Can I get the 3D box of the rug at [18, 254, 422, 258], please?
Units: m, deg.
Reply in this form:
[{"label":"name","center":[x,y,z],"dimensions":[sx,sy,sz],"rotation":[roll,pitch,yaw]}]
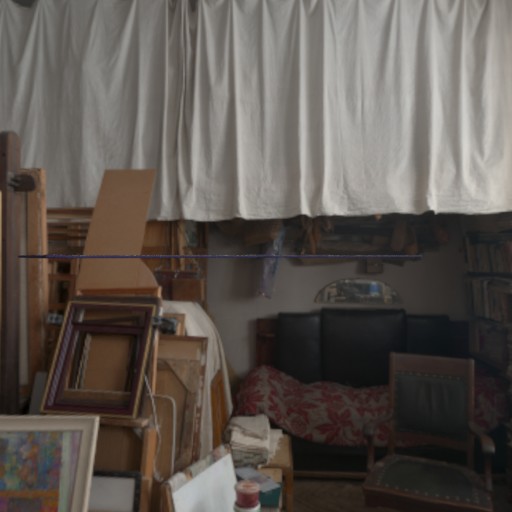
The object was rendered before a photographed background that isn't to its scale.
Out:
[{"label":"rug","center":[0.000,0.000,2.474],"dimensions":[2.283,0.016,0.602],"rotation":[0,0,-37]}]
